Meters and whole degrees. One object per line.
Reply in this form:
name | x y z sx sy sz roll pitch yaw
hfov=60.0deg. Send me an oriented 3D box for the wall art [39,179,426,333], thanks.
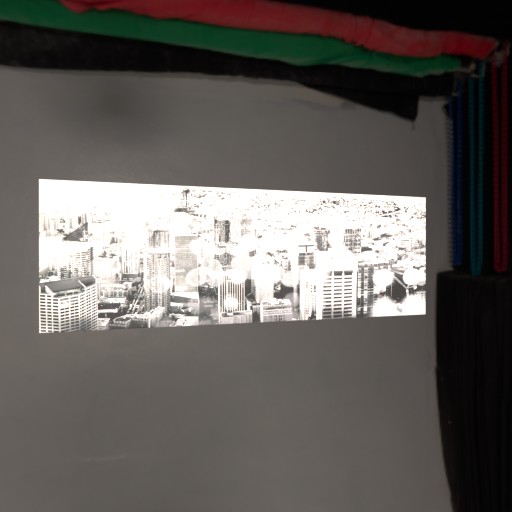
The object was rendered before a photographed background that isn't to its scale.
wall art | 0.000 0.000 0.865 0.763 0.255 0.038 0 0 -18
